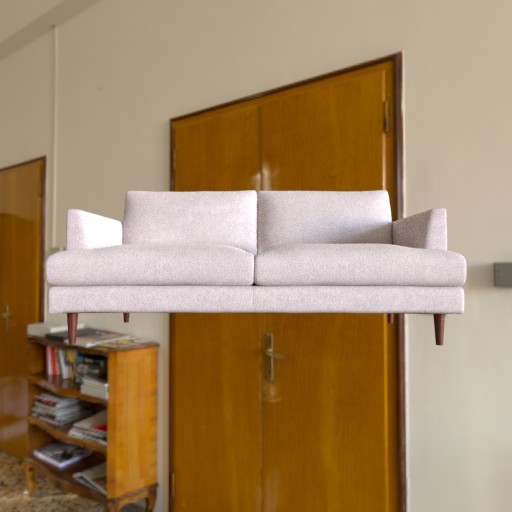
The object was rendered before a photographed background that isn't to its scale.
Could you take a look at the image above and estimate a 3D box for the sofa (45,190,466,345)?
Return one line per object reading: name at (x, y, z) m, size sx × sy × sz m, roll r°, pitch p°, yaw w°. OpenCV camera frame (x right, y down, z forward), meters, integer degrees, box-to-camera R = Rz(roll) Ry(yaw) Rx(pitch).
sofa at (0.000, 0.000, 2.537) m, size 1.948 × 0.868 × 1.020 m, roll 0°, pitch -2°, yaw 1°
